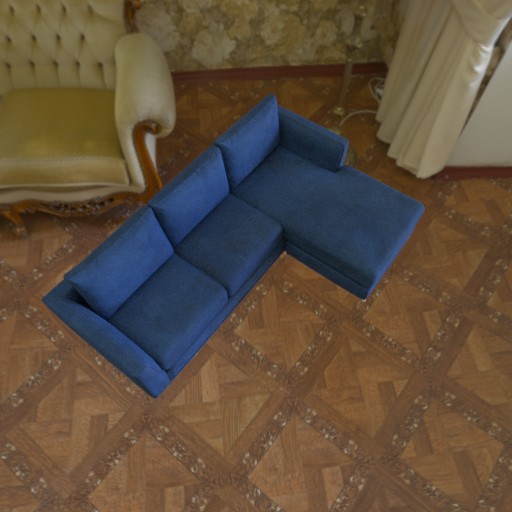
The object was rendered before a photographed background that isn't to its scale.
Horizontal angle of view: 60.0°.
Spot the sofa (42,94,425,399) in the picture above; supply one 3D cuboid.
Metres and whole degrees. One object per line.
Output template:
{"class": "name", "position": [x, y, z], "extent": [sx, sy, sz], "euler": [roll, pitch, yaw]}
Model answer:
{"class": "sofa", "position": [0.000, 0.000, 3.298], "extent": [1.622, 0.987, 2.438], "euler": [33, 63, 19]}
